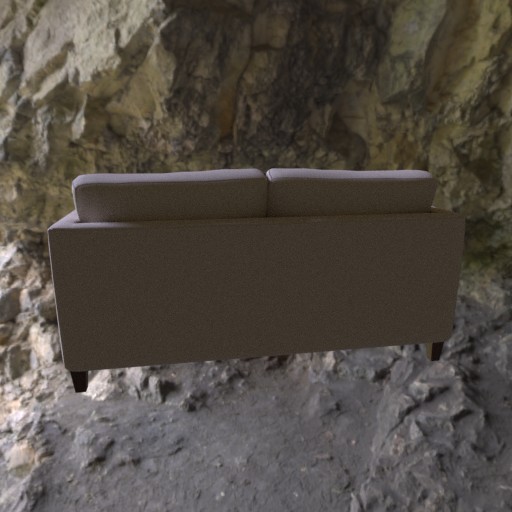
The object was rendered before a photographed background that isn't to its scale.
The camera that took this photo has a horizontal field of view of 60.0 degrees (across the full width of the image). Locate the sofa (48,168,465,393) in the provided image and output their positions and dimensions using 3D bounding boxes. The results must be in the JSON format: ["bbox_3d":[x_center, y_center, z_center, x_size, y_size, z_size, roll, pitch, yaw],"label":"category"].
[{"bbox_3d":[0.000,0.000,2.226,1.722,0.888,0.873,-2,15,-9],"label":"sofa"}]
